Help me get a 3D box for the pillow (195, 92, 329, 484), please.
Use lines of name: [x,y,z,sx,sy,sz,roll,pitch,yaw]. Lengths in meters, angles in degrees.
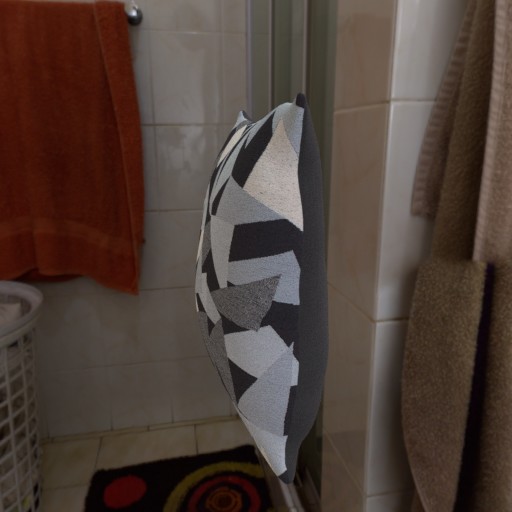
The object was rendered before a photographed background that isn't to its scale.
pillow: [0.000,0.000,0.754,0.208,0.496,0.503,-2,15,-9]
